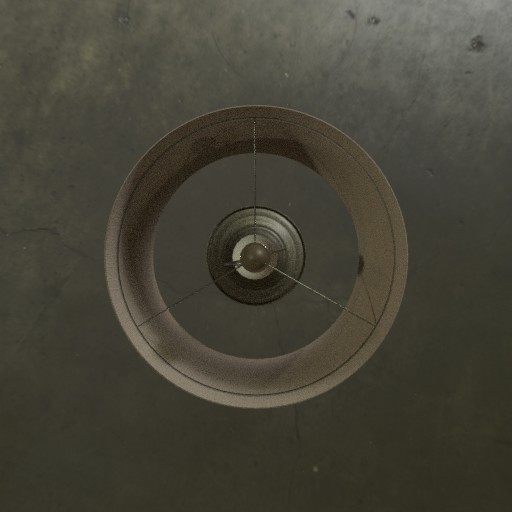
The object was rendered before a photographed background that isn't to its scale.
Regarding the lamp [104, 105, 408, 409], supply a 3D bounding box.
[{"bbox_3d":[0.000,0.000,0.703,0.318,0.486,0.318,0,90,0],"label":"lamp"}]
